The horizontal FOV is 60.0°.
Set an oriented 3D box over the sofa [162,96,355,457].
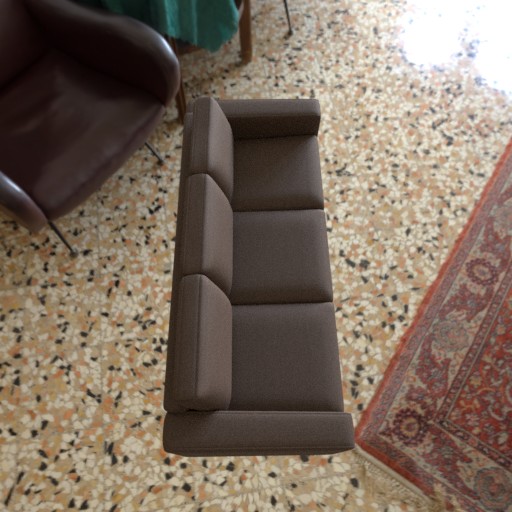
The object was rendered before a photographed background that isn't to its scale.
[{"bbox_3d":[0.000,0.000,2.647,0.900,0.806,2.160,-1,64,0],"label":"sofa"}]
